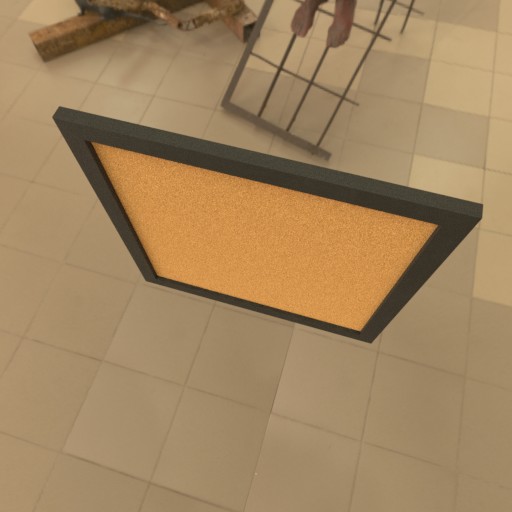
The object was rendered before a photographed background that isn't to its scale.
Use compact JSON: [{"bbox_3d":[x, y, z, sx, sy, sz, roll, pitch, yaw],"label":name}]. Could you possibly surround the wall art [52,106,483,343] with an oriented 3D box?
[{"bbox_3d":[0.000,0.000,1.471,1.016,1.016,0.038,15,65,7],"label":"wall art"}]
